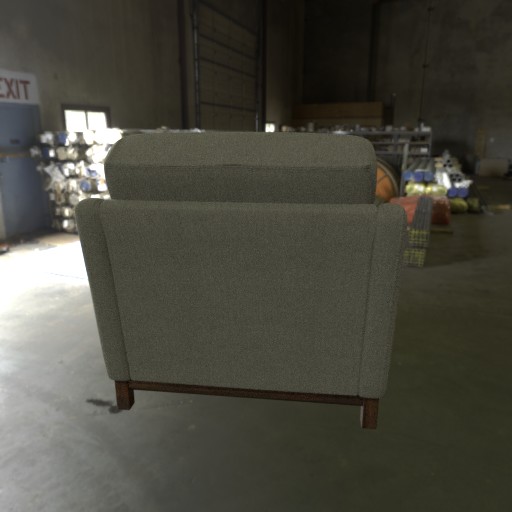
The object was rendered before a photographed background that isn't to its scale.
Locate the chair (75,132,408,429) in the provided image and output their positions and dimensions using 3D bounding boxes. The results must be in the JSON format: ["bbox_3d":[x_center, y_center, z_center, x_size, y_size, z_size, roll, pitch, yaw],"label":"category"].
[{"bbox_3d":[0.000,0.000,1.525,0.826,0.821,0.892,2,16,7],"label":"chair"}]
